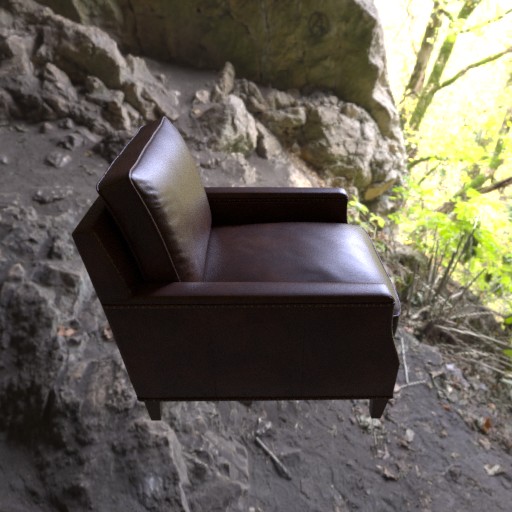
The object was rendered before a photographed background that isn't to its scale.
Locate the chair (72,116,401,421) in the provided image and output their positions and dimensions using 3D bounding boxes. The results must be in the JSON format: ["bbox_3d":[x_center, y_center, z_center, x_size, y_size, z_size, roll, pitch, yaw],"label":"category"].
[{"bbox_3d":[0.000,0.000,1.734,1.014,0.929,0.853,0,32,-1],"label":"chair"}]
